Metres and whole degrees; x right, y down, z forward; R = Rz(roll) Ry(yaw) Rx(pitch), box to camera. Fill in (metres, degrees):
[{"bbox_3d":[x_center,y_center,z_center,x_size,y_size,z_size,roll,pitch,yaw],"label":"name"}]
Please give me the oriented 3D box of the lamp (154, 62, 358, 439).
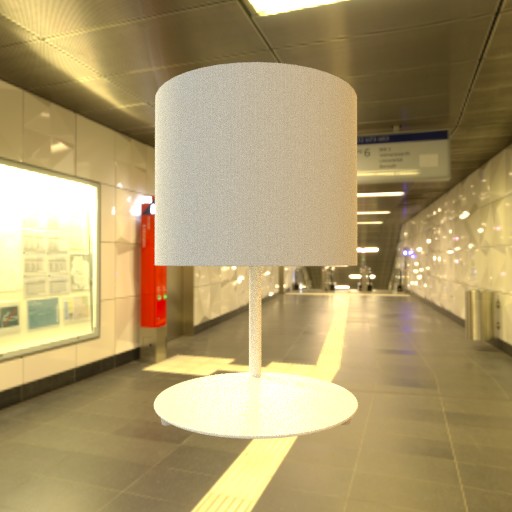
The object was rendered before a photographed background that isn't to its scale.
[{"bbox_3d":[0.000,0.000,0.687,0.299,0.454,0.341,0,-1,-1],"label":"lamp"}]
